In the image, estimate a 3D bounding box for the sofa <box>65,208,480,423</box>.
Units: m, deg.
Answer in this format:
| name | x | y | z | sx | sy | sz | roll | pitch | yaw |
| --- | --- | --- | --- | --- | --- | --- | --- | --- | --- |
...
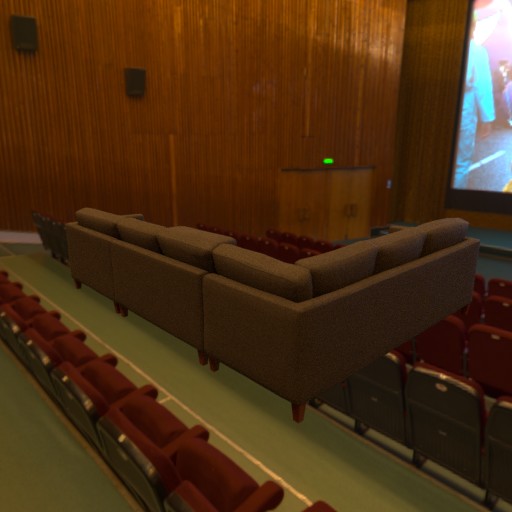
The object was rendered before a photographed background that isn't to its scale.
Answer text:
| name | x | y | z | sx | sy | sz | roll | pitch | yaw |
| --- | --- | --- | --- | --- | --- | --- | --- | --- | --- |
| sofa | 0.000 | 0.000 | 4.563 | 2.594 | 0.961 | 3.460 | -14 | 21 | -41 |
